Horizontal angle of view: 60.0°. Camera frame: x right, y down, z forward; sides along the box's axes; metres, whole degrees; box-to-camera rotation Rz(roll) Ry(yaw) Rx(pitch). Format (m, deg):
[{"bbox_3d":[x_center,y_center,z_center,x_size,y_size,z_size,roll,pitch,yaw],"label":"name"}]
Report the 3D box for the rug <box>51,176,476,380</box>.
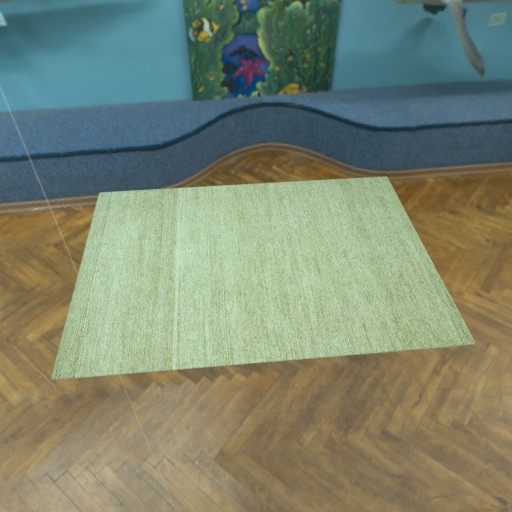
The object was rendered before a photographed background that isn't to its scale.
[{"bbox_3d":[0.000,0.000,2.917,2.270,0.017,1.606,-4,45,-4],"label":"rug"}]
